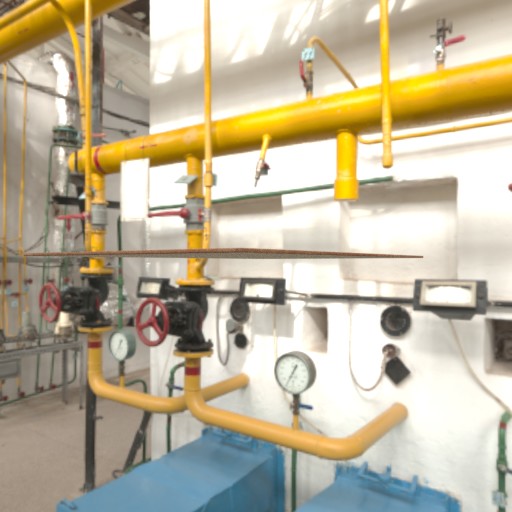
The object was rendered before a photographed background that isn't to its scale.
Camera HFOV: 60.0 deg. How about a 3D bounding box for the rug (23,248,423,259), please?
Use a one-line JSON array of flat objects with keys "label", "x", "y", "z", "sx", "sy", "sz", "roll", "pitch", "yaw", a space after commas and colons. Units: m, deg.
[{"label": "rug", "x": 0.000, "y": 0.000, "z": 2.338, "sx": 1.219, "sy": 0.014, "sz": 1.829, "roll": -1, "pitch": -1, "yaw": 36}]
